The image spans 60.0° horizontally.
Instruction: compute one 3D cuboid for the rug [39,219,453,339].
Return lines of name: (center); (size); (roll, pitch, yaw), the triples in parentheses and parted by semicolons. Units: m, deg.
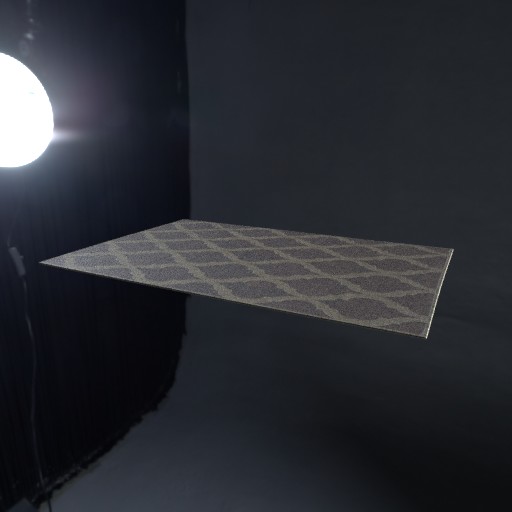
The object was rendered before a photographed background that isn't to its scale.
rug: (0.000, 0.000, 2.905); (2.284, 0.008, 1.522); (8, 18, 26)
